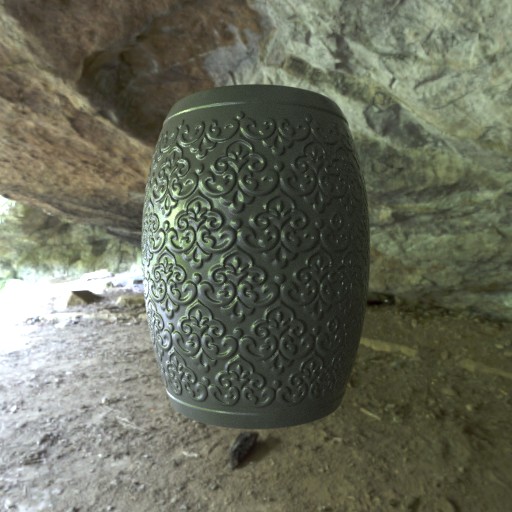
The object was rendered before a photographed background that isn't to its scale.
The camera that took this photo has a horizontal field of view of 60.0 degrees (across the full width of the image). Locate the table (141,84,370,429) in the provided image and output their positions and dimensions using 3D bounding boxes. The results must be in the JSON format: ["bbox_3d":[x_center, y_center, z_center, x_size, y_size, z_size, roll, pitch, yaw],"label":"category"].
[{"bbox_3d":[0.000,0.000,0.618,0.309,0.397,0.309,0,1,0],"label":"table"}]
